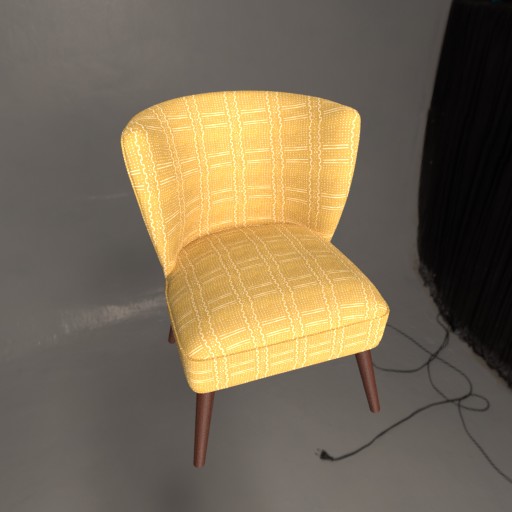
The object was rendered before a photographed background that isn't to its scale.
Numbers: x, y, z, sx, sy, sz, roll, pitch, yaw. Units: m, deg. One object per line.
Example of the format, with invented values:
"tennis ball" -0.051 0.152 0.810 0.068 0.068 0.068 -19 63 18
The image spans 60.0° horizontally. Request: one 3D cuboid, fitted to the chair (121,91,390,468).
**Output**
"chair" 0.000 0.000 1.414 0.706 0.866 0.758 -10 34 -16
